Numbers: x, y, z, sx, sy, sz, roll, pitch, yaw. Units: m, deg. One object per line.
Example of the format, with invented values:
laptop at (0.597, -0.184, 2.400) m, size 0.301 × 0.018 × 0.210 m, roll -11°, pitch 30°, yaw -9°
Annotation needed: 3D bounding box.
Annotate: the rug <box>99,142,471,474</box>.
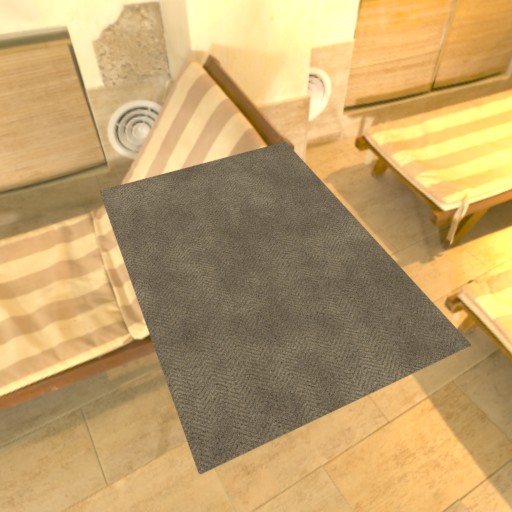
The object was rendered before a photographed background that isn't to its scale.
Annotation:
rug at (0.000, 0.000, 2.918) m, size 1.600 × 0.008 × 2.235 m, roll -19°, pitch 50°, yaw -17°
